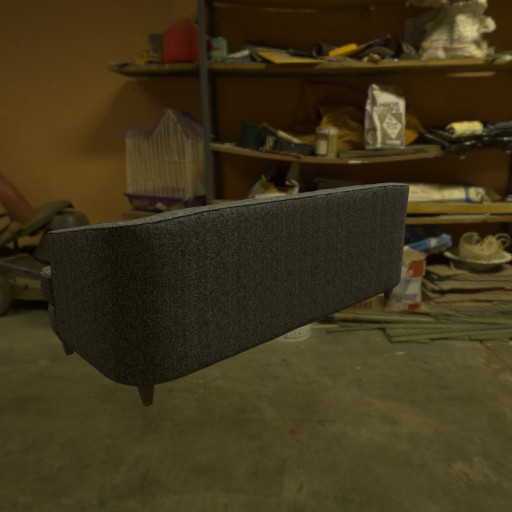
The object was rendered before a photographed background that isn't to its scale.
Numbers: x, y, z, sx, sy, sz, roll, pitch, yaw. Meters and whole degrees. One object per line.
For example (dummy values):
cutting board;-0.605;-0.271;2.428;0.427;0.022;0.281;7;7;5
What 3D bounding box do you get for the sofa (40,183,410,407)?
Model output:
sofa;0.000;0.000;2.729;2.278;0.855;0.941;-14;20;-41
